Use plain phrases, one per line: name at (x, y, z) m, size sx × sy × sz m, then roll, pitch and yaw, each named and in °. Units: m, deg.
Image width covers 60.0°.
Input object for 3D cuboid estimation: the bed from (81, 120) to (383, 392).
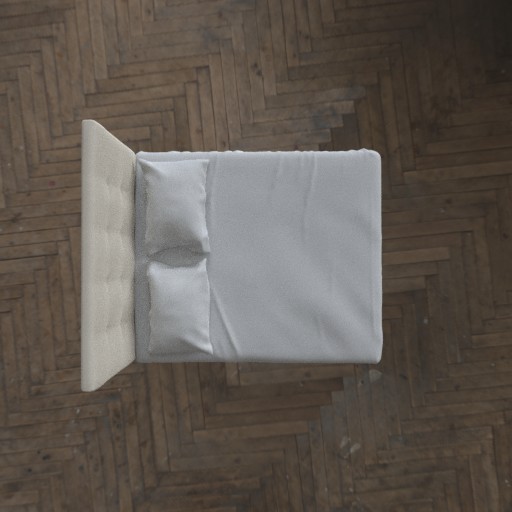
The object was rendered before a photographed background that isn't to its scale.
bed at (0.000, 0.000, 3.388) m, size 2.222 × 1.577 × 1.936 m, roll 0°, pitch 90°, yaw 1°
